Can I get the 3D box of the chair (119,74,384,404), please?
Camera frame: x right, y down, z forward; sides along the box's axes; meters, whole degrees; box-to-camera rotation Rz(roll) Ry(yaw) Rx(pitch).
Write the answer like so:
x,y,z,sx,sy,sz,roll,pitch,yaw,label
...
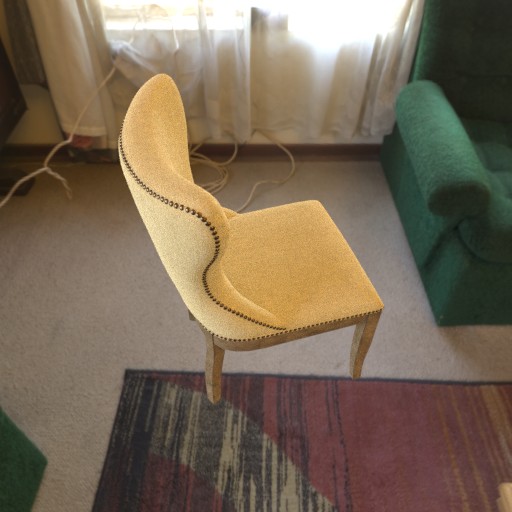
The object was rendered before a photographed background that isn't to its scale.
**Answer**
x,y,z,sx,sy,sz,roll,pitch,yaw,label
0.000,0.000,1.442,0.681,1.002,0.654,-12,47,-11,chair
